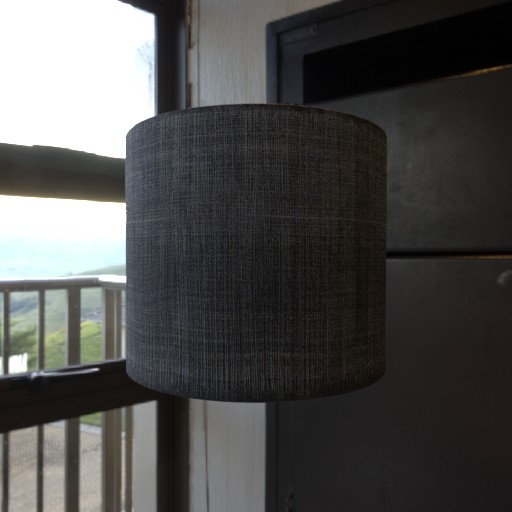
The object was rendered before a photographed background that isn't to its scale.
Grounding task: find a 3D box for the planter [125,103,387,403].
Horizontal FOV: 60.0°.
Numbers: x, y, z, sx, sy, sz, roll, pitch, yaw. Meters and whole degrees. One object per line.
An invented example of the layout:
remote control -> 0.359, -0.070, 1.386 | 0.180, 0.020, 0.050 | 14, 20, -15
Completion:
planter -> 0.000, 0.000, 0.448 | 0.254, 0.221, 0.254 | 0, 0, 0
